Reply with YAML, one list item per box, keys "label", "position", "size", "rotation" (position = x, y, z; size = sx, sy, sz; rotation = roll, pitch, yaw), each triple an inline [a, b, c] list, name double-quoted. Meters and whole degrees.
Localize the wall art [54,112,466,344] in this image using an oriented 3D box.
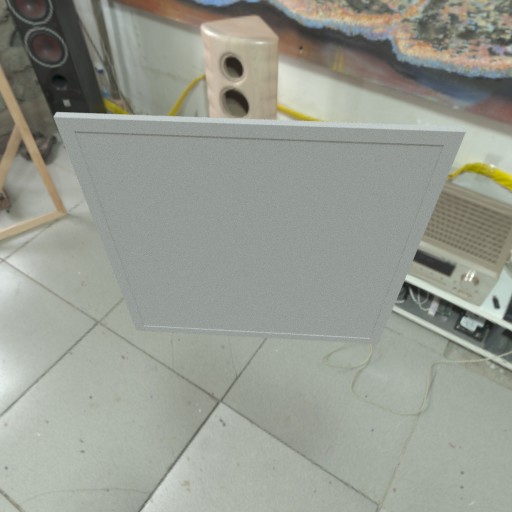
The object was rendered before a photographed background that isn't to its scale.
- label: "wall art"
  position: [0.000, 0.000, 0.962]
  size: [0.660, 0.660, 0.015]
  rotation: [3, 49, 2]
